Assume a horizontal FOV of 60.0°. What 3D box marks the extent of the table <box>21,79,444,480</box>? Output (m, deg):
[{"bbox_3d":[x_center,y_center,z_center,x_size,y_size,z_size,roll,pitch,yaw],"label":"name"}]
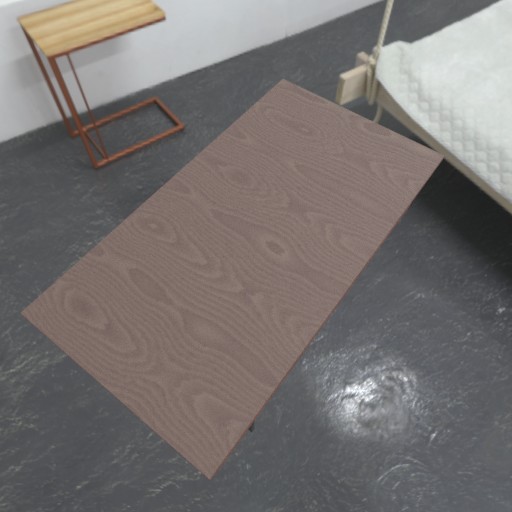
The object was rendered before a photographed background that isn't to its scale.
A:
[{"bbox_3d":[0.000,0.000,1.459,0.651,0.347,1.197,33,64,18],"label":"table"}]
